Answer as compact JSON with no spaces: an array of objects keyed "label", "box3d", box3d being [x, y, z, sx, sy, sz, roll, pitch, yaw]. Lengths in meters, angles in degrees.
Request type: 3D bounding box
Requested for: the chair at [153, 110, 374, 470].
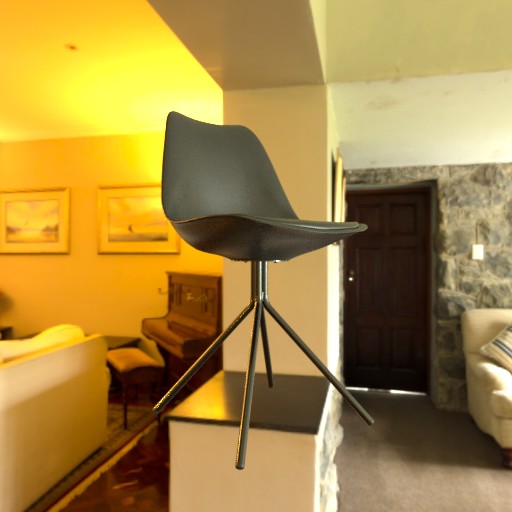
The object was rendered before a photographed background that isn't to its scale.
[{"label":"chair","box3d":[0.000,0.000,1.169,0.461,0.850,0.525,0,0,-37]}]
